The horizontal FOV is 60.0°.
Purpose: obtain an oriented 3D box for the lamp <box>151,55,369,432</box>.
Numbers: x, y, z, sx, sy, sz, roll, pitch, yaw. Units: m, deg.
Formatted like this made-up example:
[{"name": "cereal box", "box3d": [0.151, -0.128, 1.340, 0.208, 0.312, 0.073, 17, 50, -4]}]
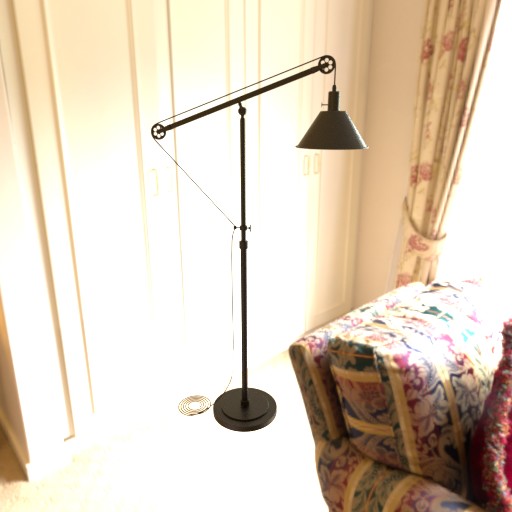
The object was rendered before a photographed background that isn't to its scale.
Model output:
[{"name": "lamp", "box3d": [0.000, 0.000, 1.966, 0.904, 1.626, 0.319, 3, 17, 9]}]
